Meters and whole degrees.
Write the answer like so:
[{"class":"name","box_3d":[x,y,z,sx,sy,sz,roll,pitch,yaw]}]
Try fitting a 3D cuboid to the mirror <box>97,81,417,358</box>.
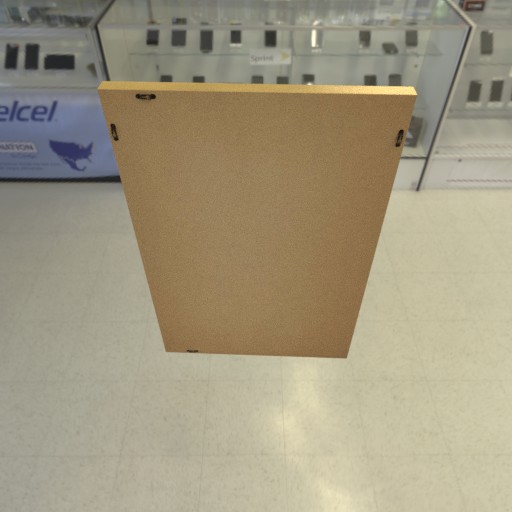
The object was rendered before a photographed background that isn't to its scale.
[{"class":"mirror","box_3d":[0.000,0.000,1.177,0.609,0.915,0.040,2,45,2]}]
